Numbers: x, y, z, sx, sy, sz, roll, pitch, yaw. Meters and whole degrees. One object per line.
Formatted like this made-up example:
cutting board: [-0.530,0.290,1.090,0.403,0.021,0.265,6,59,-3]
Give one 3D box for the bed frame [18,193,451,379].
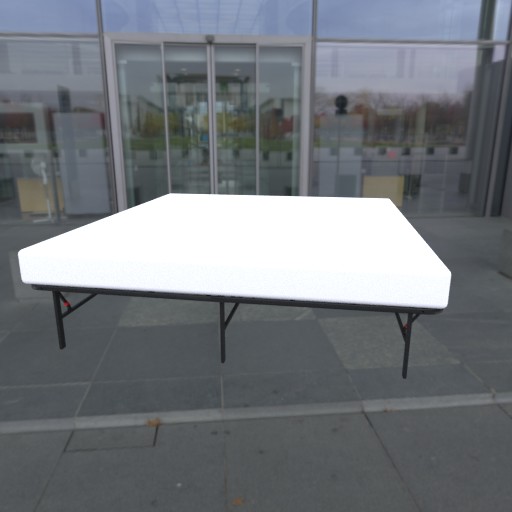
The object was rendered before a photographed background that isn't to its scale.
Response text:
bed frame: [0.000,0.000,2.944,1.935,0.525,2.033,3,16,9]
